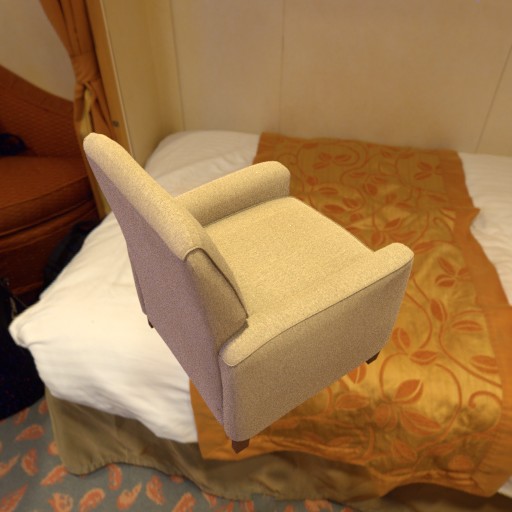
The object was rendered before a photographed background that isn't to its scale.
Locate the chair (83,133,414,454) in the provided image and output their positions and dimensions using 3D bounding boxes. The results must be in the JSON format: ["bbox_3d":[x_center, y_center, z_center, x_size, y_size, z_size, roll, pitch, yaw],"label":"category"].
[{"bbox_3d":[0.000,0.000,1.643,0.864,1.014,0.848,-25,46,-26],"label":"chair"}]
